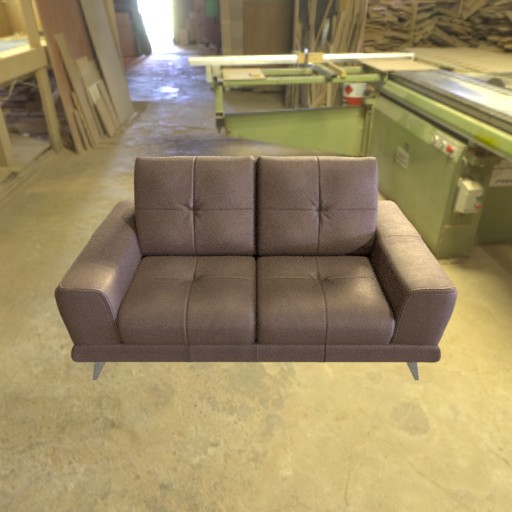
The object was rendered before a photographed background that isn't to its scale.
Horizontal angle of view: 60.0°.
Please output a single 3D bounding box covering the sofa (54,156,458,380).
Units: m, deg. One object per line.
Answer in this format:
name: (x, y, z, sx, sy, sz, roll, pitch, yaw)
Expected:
sofa: (0.000, 0.000, 2.387, 1.806, 0.907, 1.018, 0, 30, 0)
